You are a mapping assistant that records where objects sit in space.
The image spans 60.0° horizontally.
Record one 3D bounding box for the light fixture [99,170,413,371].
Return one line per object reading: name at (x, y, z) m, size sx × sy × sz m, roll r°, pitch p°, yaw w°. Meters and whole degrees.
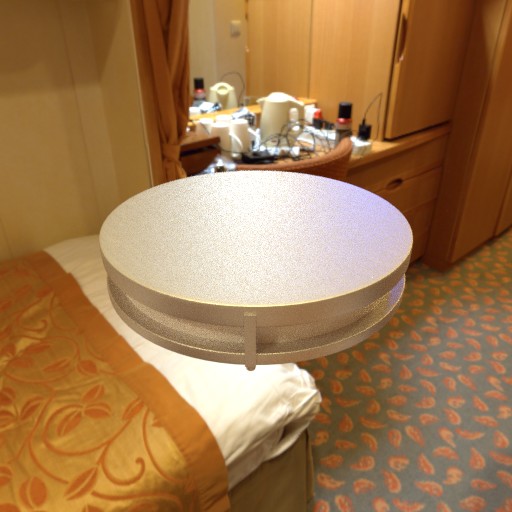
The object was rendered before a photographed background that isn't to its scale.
light fixture at (0.000, 0.000, 0.546) m, size 0.356 × 0.102 × 0.356 m, roll 0°, pitch 29°, yaw 0°
